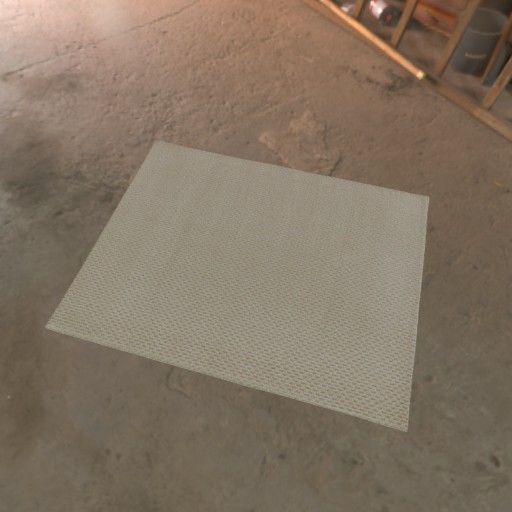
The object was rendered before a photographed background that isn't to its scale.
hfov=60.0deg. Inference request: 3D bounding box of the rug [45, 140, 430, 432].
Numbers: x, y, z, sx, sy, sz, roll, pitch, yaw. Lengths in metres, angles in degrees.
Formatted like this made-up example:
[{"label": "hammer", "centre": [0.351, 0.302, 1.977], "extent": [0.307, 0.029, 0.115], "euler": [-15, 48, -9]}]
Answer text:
[{"label": "rug", "centre": [0.000, 0.000, 3.961], "extent": [2.897, 0.035, 2.277], "euler": [13, 58, 9]}]
